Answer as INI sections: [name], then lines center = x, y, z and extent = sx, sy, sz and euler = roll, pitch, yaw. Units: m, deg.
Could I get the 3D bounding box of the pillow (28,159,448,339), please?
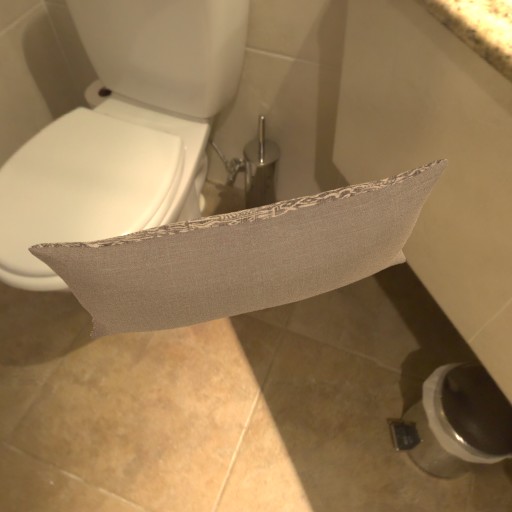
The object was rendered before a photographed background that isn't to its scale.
[pillow]
center = 0.000, 0.000, 0.741
extent = 0.631, 0.290, 0.148
euler = -13, 58, -8
